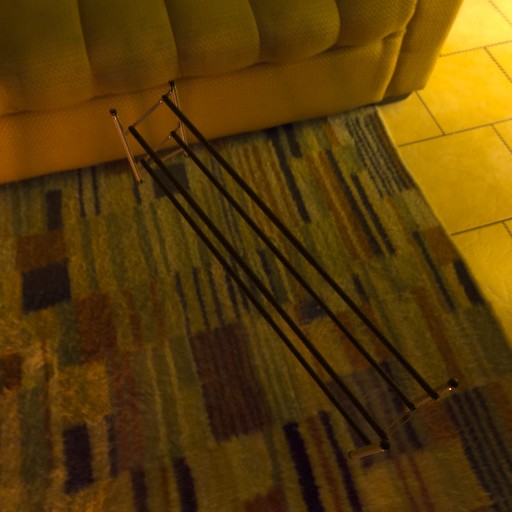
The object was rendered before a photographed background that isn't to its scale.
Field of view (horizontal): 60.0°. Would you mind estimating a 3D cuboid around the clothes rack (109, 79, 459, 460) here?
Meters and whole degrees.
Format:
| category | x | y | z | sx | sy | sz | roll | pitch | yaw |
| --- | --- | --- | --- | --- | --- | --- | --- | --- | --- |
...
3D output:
| category | x | y | z | sx | sy | sz | roll | pitch | yaw |
| --- | --- | --- | --- | --- | --- | --- | --- | --- | --- |
| clothes rack | 0.000 | 0.000 | 1.288 | 0.229 | 0.349 | 1.168 | -34 | 67 | -16 |
